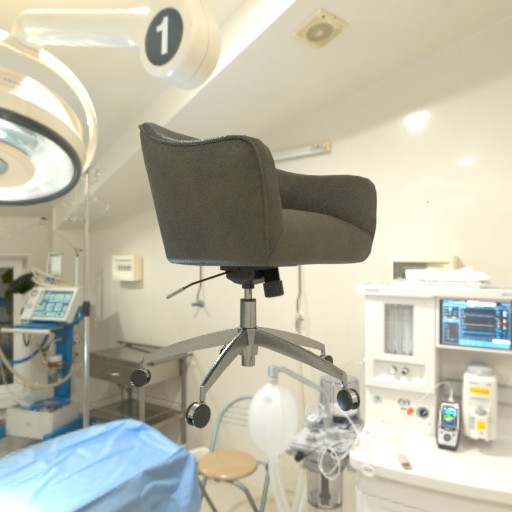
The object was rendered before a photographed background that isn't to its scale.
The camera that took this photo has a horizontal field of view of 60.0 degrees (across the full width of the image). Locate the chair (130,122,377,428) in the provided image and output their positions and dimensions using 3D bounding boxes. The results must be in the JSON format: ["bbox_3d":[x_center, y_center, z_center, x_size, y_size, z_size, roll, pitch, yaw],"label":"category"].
[{"bbox_3d":[0.000,0.000,1.379,0.689,0.827,0.713,0,0,36],"label":"chair"}]
